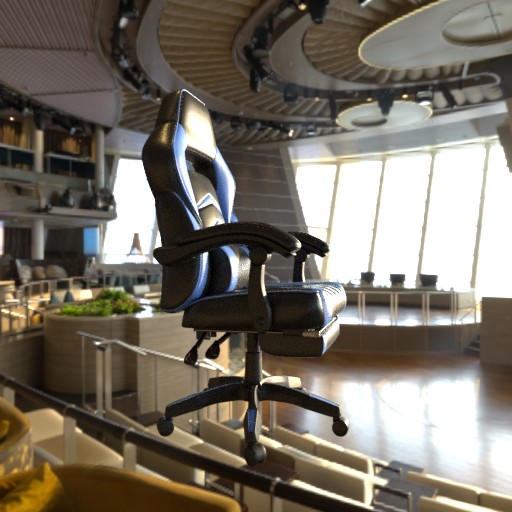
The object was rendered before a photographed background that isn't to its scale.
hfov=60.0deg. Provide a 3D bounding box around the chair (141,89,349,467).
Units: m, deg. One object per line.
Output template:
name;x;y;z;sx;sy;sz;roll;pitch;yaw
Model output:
chair;0.000;0.000;1.696;0.700;1.280;0.700;0;0;18
